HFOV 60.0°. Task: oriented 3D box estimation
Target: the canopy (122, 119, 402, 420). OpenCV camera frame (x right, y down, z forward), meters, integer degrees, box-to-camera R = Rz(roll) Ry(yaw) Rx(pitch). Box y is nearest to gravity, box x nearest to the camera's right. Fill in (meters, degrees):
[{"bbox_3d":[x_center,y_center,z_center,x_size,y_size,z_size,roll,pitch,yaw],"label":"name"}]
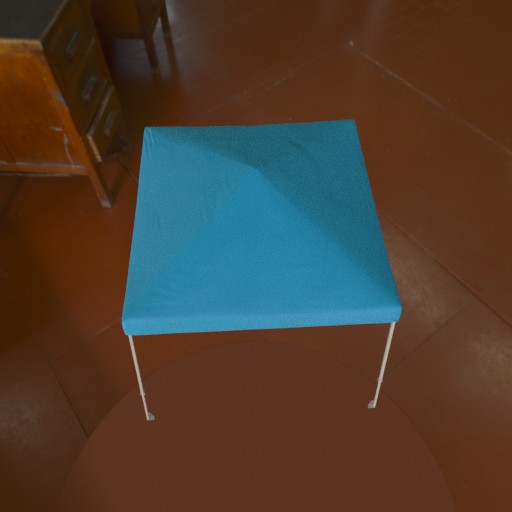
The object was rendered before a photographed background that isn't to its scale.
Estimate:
[{"bbox_3d":[0.000,0.000,5.081,2.848,2.849,2.849,-3,58,-2],"label":"canopy"}]
